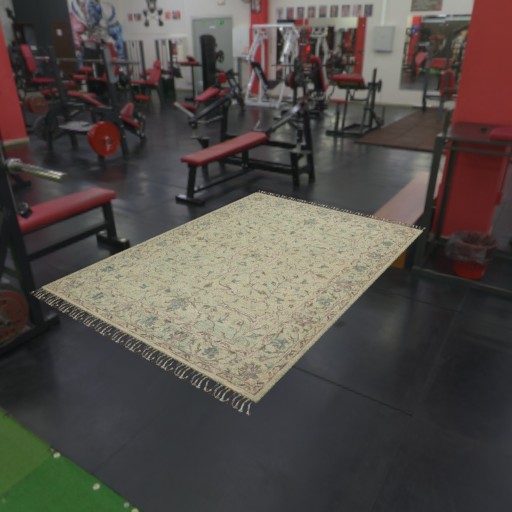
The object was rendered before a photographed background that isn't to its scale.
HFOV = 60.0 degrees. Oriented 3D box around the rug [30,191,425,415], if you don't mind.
[{"bbox_3d":[0.000,0.000,2.327,1.247,0.008,1.802,18,32,32],"label":"rug"}]
